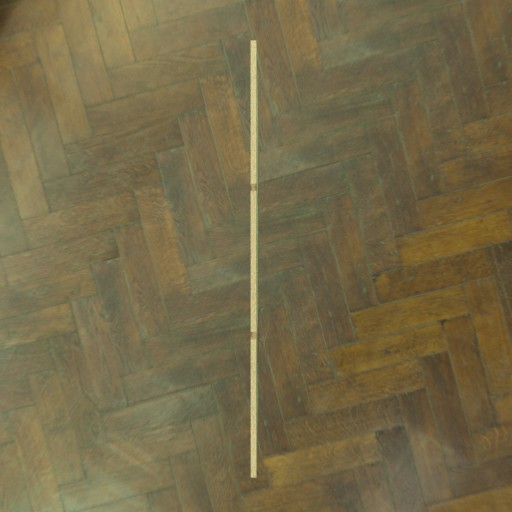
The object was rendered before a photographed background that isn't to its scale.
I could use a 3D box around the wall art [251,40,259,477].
[{"bbox_3d":[0.000,0.000,1.835,0.016,1.207,1.217,0,92,1],"label":"wall art"}]
